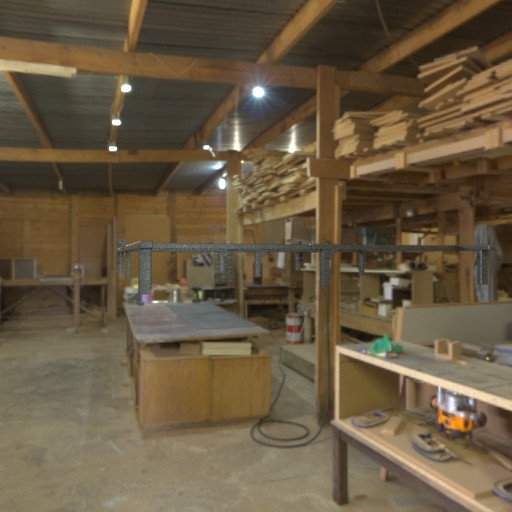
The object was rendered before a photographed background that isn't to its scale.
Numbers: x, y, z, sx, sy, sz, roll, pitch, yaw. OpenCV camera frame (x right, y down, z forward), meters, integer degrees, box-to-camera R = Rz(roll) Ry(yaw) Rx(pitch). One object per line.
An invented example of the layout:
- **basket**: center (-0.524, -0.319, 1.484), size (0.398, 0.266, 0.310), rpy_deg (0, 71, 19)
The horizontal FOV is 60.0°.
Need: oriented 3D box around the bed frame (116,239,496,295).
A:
- **bed frame**: center (0.000, 0.000, 2.591), size (1.498, 0.248, 1.990), rpy_deg (0, 0, -19)
